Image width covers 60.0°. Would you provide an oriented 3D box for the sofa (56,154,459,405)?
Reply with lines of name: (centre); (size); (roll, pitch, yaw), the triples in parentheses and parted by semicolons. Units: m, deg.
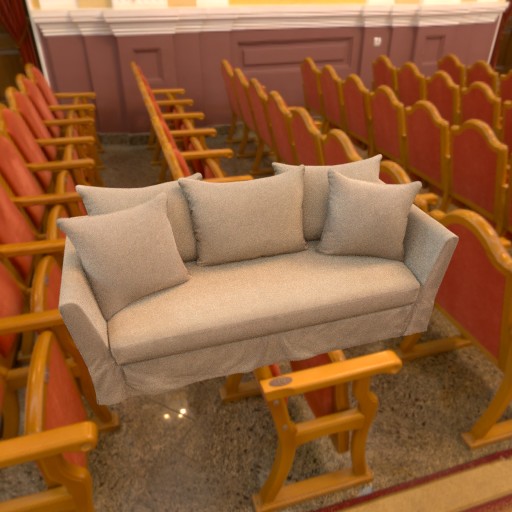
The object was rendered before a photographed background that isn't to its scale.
sofa: (0.000, 0.000, 2.914); (2.290, 1.034, 1.031); (-9, 34, -14)
